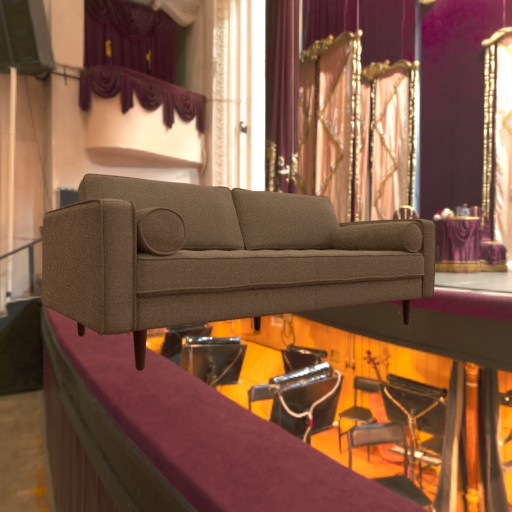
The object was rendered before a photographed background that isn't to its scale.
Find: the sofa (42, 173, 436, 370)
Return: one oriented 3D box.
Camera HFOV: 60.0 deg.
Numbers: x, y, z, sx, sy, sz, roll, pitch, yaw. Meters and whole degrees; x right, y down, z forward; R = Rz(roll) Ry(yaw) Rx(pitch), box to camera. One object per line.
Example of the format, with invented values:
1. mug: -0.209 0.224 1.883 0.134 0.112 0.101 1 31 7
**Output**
1. sofa: 0.000 0.000 2.277 1.879 0.762 0.914 -1 1 -36
